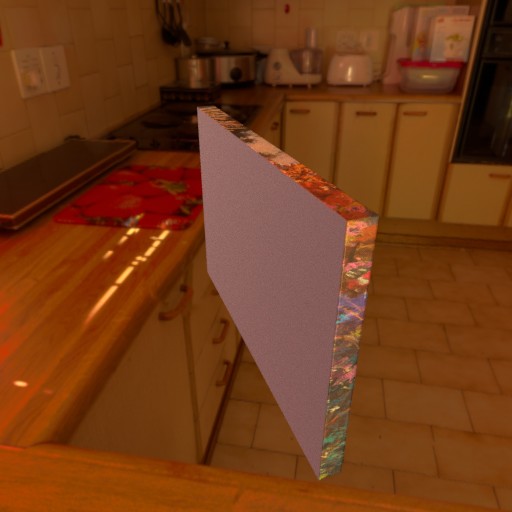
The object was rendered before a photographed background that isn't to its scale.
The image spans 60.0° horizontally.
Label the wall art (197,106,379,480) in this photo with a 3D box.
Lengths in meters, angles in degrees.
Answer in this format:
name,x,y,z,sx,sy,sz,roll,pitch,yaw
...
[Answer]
name,x,y,z,sx,sy,sz,roll,pitch,yaw
wall art,0.000,0.000,0.788,0.037,0.406,0.610,-10,31,-18
